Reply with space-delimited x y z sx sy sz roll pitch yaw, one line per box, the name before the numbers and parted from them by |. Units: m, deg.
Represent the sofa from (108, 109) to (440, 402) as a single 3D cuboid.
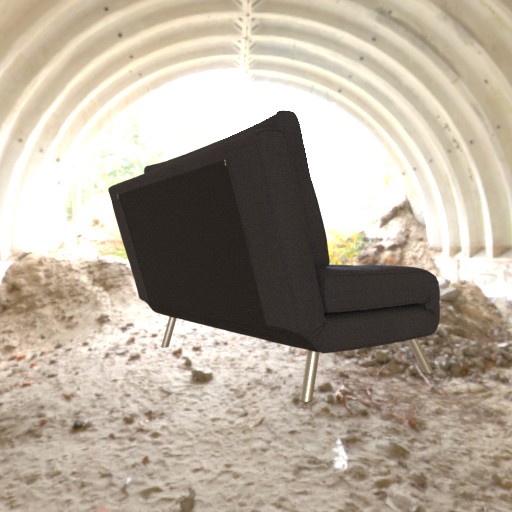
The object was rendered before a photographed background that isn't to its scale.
sofa | 0.000 0.000 1.929 0.910 0.910 1.220 0 0 -37
